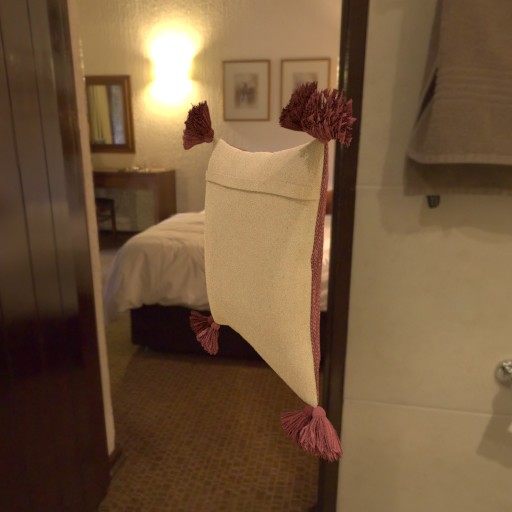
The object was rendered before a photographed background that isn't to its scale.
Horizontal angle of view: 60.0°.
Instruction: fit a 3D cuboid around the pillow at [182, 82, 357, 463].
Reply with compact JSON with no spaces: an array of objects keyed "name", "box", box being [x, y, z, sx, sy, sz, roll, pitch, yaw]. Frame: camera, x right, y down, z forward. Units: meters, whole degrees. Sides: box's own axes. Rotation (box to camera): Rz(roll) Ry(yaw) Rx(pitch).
[{"name":"pillow","box":[0.000,0.000,0.943,0.138,0.659,0.641,-7,16,-26]}]
